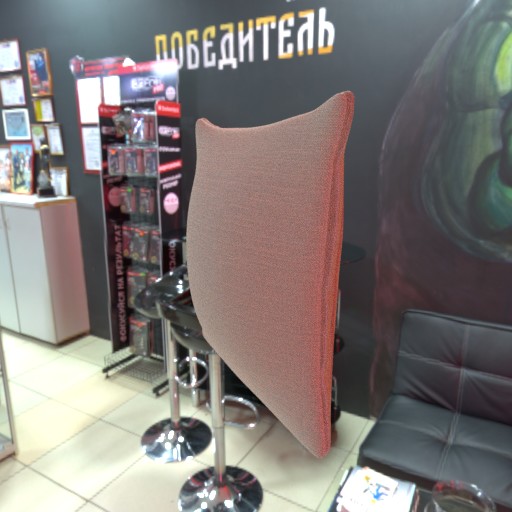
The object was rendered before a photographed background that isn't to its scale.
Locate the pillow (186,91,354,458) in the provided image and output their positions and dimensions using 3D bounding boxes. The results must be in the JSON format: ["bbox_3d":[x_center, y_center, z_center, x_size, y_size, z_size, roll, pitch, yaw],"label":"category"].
[{"bbox_3d":[0.000,0.000,0.703,0.191,0.449,0.451,-7,15,-26],"label":"pillow"}]
